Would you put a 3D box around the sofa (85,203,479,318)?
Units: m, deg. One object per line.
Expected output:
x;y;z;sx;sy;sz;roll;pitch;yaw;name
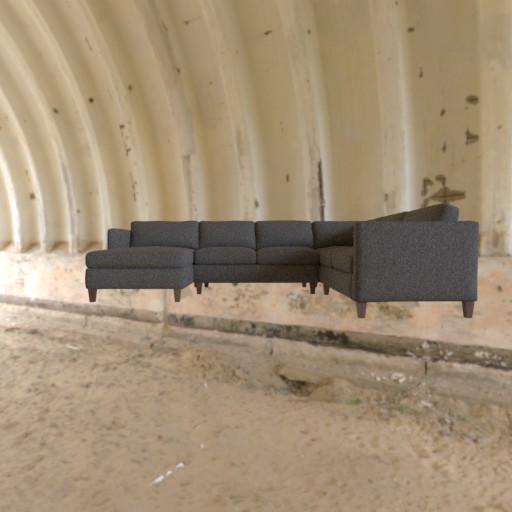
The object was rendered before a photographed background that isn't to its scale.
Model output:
0.000;0.000;4.425;3.238;0.853;2.551;0;1;-1;sofa
